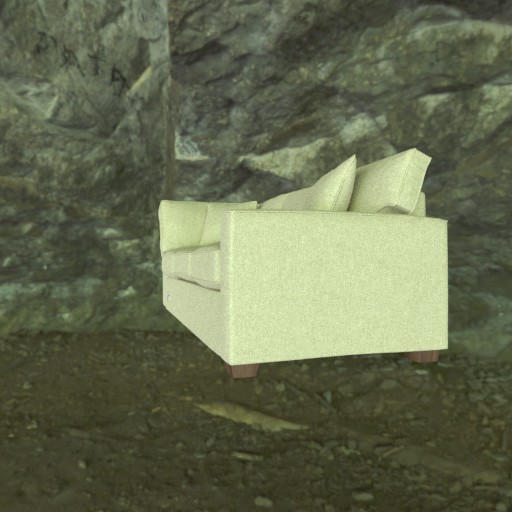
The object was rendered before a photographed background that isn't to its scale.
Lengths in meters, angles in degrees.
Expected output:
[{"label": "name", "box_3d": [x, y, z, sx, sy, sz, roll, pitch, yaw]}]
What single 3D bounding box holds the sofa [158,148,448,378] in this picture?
[{"label": "sofa", "box_3d": [0.000, 0.000, 2.882, 1.053, 0.948, 2.323, 0, -1, -18]}]
